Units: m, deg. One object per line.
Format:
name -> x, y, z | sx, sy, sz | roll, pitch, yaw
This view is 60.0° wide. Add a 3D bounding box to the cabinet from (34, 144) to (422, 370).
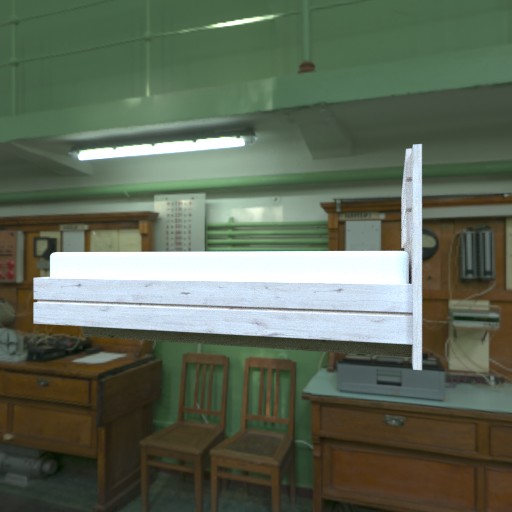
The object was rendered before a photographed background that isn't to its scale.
cabinet -> 0.000, 0.000, 3.110 | 2.080, 0.970, 1.950 | 0, 0, 17
